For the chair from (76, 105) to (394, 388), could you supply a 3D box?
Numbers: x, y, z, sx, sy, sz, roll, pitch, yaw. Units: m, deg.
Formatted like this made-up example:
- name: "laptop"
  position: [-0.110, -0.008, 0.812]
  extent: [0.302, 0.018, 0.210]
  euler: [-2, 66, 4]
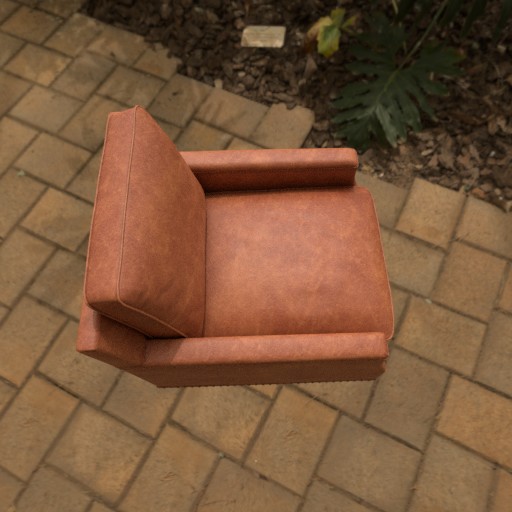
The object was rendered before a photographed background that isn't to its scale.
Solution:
- name: "chair"
  position: [0.000, 0.000, 1.681]
  extent: [1.014, 0.943, 0.853]
  euler: [-2, 65, -1]
